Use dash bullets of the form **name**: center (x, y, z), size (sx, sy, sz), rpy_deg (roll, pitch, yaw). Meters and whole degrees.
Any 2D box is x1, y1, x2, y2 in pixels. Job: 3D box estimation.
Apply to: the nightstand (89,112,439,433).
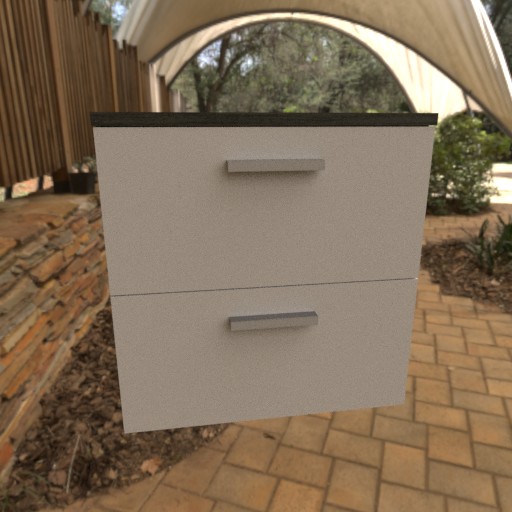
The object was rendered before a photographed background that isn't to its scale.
- **nightstand**: center (0.000, 0.000, 0.756), size (0.441, 0.460, 0.325), rpy_deg (-3, 17, -9)
